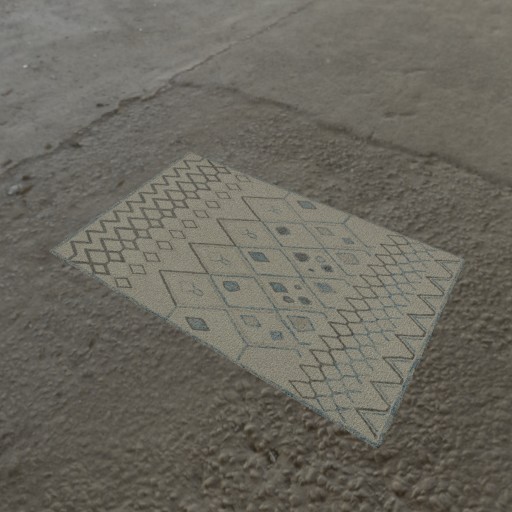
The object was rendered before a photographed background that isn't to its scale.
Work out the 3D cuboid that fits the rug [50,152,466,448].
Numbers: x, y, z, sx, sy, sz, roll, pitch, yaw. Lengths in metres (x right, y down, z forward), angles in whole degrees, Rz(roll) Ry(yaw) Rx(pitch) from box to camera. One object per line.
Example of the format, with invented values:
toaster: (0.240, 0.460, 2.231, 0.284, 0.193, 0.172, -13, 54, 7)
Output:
rug: (0.000, 0.000, 3.053, 2.439, 0.015, 1.524, 25, 51, 23)
